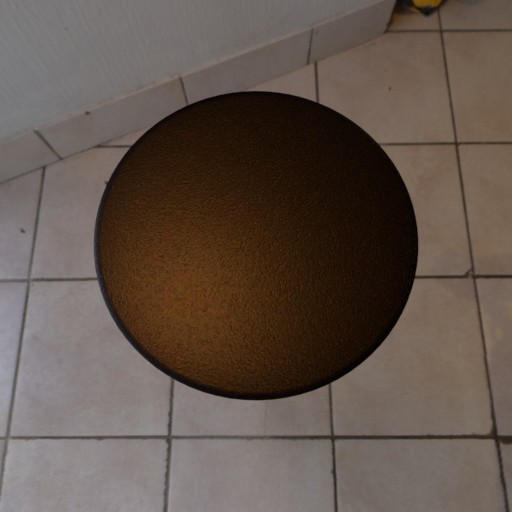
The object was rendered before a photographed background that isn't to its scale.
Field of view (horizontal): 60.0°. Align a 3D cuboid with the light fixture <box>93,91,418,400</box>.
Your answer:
[{"bbox_3d":[0.000,0.000,0.641,0.389,0.229,0.389,0,74,0],"label":"light fixture"}]
